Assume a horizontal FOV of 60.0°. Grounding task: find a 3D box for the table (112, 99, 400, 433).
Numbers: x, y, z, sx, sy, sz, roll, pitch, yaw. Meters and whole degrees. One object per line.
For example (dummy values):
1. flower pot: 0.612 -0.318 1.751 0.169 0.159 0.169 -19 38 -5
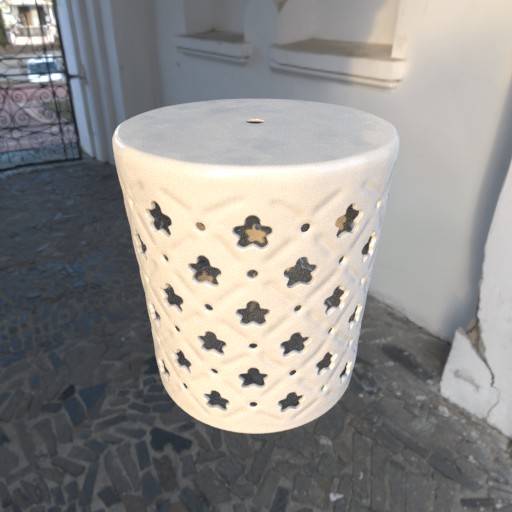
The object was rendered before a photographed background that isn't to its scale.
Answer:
1. table: 0.000 0.000 0.648 0.352 0.387 0.352 0 30 0
